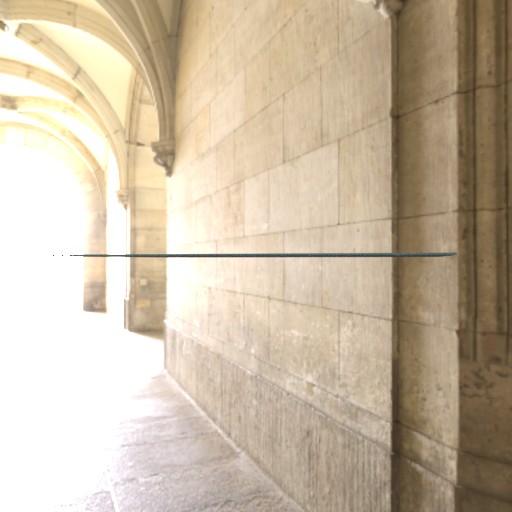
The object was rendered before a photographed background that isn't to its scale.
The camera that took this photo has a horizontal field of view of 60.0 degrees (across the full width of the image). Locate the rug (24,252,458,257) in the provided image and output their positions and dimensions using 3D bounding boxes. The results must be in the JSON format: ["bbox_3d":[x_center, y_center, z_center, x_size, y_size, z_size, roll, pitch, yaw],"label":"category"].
[{"bbox_3d":[0.000,0.000,2.985,2.373,0.009,1.622,0,-1,20],"label":"rug"}]
